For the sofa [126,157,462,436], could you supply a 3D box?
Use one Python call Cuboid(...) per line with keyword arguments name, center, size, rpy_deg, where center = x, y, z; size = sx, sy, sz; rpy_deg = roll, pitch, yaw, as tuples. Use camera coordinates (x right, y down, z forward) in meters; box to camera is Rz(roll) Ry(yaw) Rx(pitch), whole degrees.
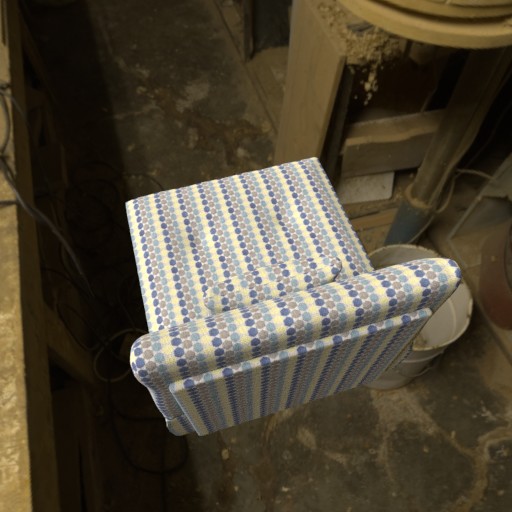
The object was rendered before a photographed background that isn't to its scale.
Cuboid(name="sofa", center=(0.000, 0.000, 1.690), size=(0.930, 0.830, 1.000), rpy_deg=(-14, 60, -9))
